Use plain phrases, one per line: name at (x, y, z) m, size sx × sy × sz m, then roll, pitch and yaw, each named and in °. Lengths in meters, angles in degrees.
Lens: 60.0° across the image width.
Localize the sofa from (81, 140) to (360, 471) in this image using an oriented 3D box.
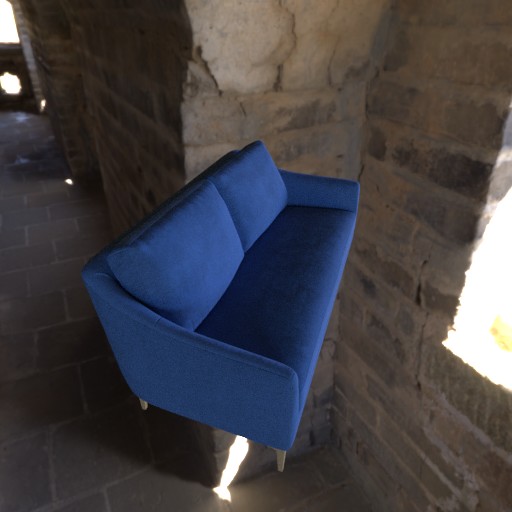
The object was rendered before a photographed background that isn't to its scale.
sofa at (0.000, 0.000, 2.562) m, size 0.960 × 0.903 × 2.036 m, roll 9°, pitch 31°, yaw 15°
